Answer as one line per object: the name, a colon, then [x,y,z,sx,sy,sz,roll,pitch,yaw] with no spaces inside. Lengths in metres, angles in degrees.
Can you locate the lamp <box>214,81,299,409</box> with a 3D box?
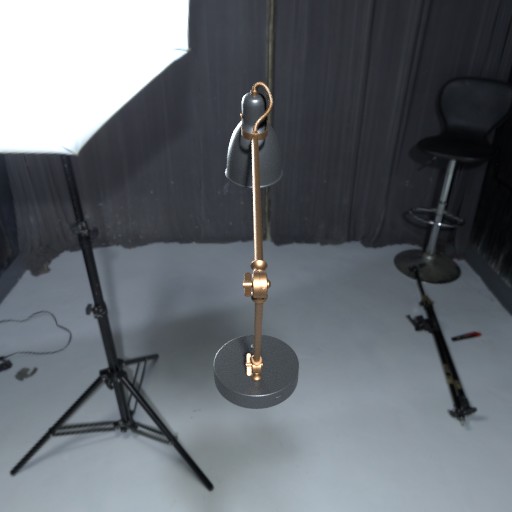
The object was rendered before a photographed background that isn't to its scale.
lamp: [0.000,0.000,0.864,0.187,0.587,0.561,-1,31,-1]
